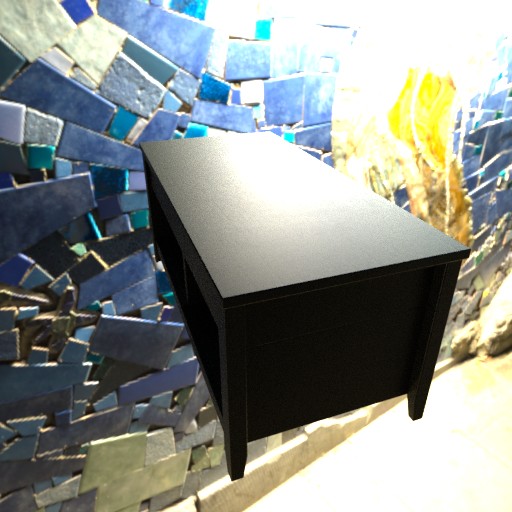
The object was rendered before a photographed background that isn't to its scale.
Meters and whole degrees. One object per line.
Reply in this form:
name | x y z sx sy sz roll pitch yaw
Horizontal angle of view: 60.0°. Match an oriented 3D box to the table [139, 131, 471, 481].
table | 0.000 0.000 1.278 0.483 0.457 1.016 -10 30 -18
